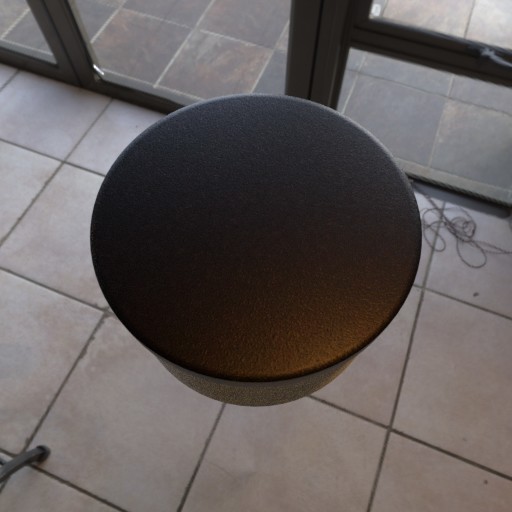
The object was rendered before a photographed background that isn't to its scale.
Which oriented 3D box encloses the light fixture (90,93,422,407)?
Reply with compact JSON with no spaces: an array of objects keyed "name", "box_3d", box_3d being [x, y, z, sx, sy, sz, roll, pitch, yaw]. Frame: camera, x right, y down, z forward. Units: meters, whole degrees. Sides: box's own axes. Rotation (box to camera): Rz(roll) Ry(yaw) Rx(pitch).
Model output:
[{"name":"light fixture","box_3d":[0.000,0.000,0.627,0.389,0.229,0.389,0,64,0]}]
